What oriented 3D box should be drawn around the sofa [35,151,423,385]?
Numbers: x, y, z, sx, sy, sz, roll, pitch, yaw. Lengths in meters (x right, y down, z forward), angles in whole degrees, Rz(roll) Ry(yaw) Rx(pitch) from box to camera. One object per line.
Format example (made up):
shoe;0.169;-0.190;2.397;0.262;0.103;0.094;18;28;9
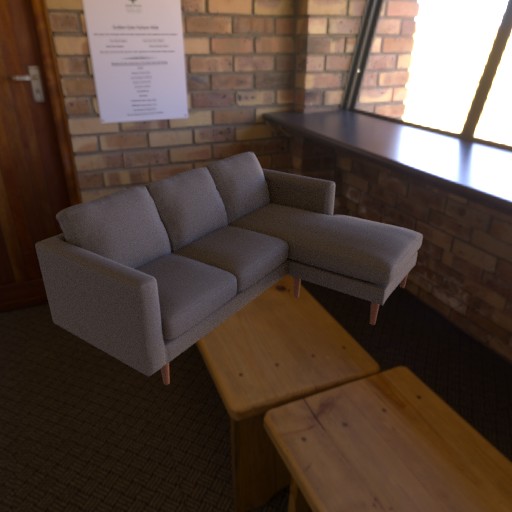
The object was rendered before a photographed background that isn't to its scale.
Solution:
sofa;0.000;0.000;2.890;1.591;0.897;2.031;17;31;31
